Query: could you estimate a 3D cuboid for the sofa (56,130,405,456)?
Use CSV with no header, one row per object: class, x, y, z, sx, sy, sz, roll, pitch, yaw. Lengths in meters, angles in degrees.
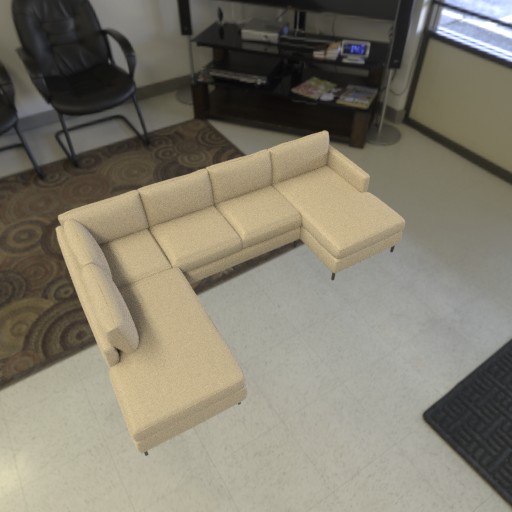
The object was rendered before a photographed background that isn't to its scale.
sofa,0.000,0.000,3.608,2.737,0.756,1.879,-22,49,-21
